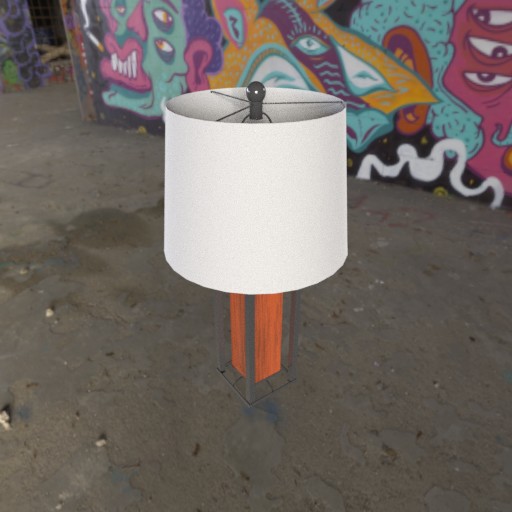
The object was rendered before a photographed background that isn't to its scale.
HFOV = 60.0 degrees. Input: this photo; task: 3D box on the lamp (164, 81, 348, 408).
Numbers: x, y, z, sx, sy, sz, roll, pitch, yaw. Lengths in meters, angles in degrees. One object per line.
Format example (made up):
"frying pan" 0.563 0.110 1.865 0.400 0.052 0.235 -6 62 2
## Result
"lamp" 0.000 0.000 0.797 0.320 0.591 0.320 0 30 0
